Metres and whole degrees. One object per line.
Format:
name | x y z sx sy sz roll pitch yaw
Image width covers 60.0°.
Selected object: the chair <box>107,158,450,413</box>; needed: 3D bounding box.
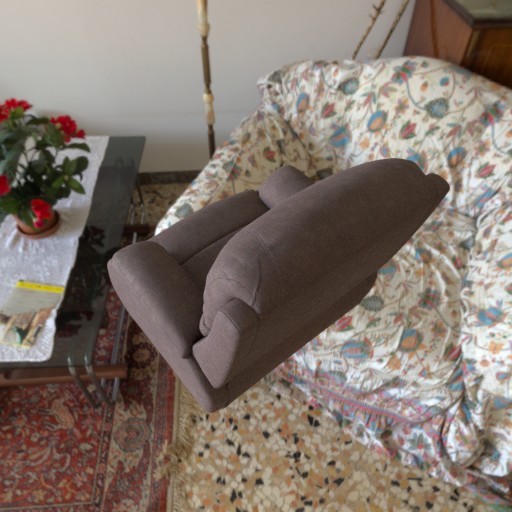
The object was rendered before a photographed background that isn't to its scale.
chair | 0.000 0.000 1.724 0.930 1.011 0.899 -31 54 -26
